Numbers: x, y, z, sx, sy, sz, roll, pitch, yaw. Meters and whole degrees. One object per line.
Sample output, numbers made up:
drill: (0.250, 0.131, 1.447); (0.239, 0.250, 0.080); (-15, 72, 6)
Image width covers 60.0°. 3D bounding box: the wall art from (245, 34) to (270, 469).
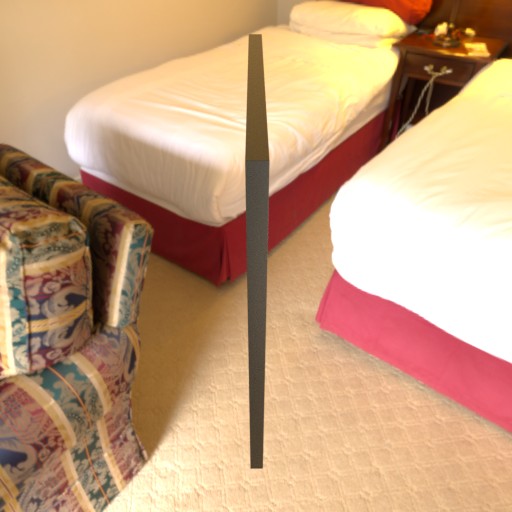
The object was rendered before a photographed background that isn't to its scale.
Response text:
wall art: (0.000, 0.000, 1.357); (0.039, 1.061, 0.804); (0, 40, 0)
